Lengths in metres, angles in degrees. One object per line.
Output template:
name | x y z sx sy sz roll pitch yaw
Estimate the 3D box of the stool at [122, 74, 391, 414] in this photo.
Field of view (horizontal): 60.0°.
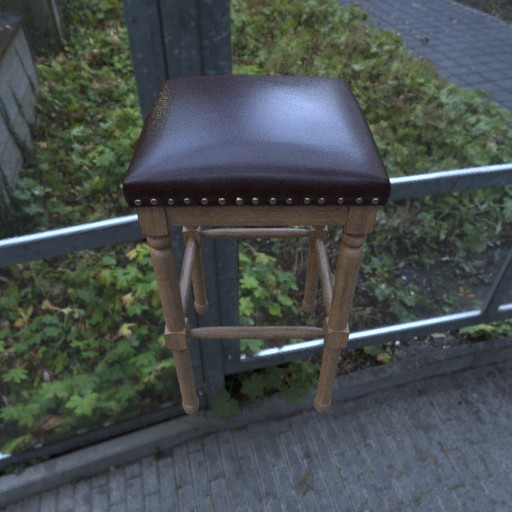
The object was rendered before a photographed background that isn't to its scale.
stool | 0.000 0.000 0.955 0.382 0.702 0.383 0 42 0
